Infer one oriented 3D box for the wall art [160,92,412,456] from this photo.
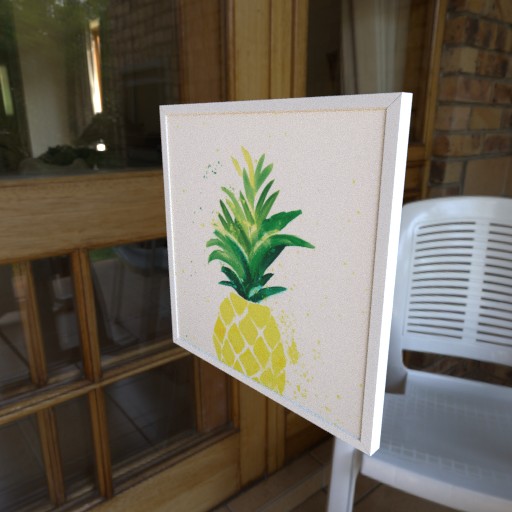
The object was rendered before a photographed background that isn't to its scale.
[{"bbox_3d":[0.000,0.000,1.152,0.038,0.761,0.763,-16,22,-42],"label":"wall art"}]
